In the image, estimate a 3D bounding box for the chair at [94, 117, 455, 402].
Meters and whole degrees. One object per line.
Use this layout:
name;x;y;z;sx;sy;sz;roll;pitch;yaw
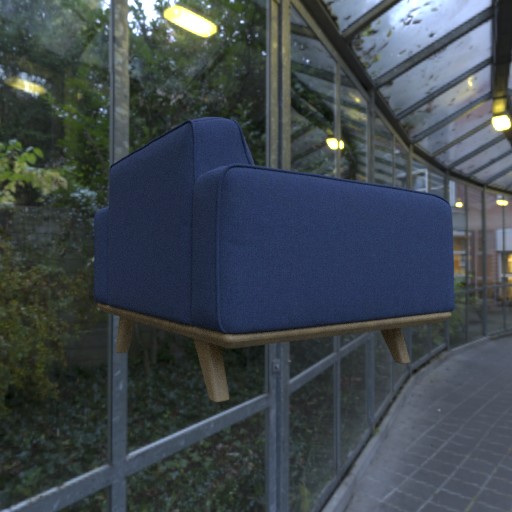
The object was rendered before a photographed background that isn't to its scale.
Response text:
chair;0.000;0.000;1.720;0.953;0.783;1.118;1;-1;-35
